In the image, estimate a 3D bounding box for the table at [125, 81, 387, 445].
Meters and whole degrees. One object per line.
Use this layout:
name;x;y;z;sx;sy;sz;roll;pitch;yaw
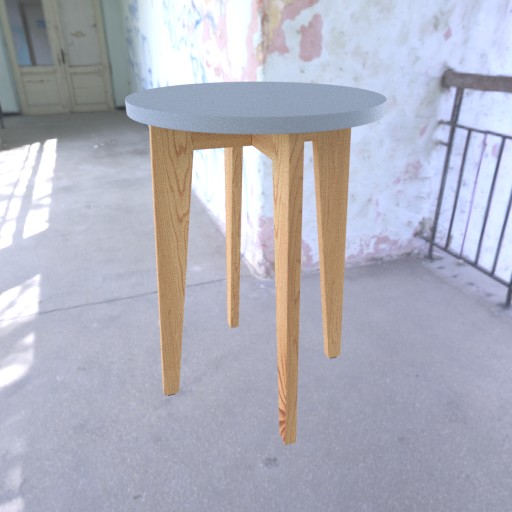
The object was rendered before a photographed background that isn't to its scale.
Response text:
table;0.000;0.000;0.726;0.350;0.500;0.350;0;27;0
